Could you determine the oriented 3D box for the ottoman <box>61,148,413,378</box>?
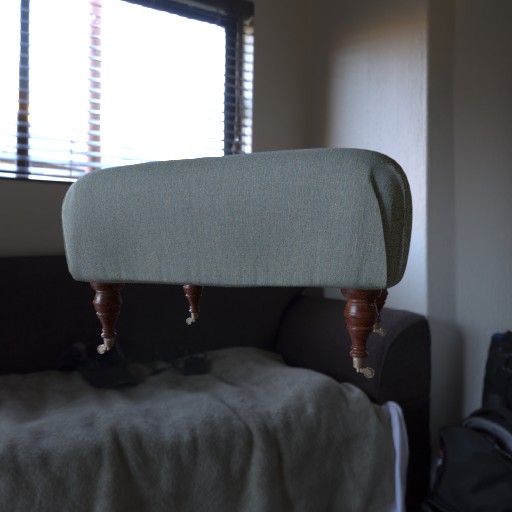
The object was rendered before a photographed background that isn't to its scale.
[{"bbox_3d":[0.000,0.000,1.124,0.747,0.450,0.622,0,1,19],"label":"ottoman"}]
